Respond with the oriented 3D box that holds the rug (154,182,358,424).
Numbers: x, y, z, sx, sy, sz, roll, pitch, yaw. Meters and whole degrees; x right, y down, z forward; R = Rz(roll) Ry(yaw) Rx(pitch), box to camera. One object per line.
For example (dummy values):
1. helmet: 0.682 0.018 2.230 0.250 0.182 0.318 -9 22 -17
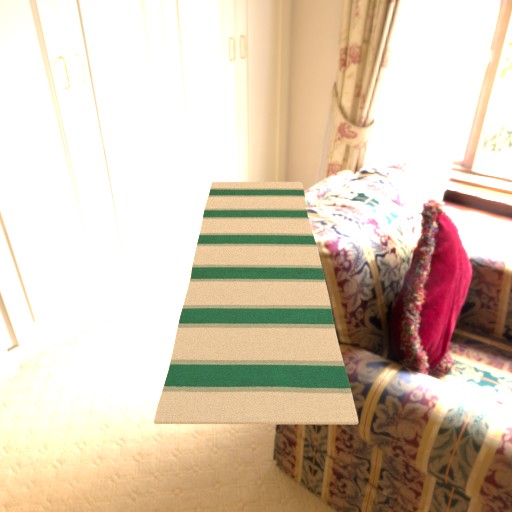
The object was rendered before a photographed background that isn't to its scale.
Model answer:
1. rug: 0.000 0.000 2.694 0.768 0.012 2.438 0 31 0
